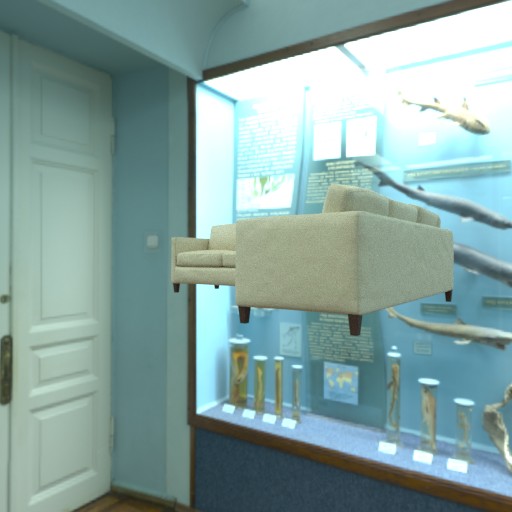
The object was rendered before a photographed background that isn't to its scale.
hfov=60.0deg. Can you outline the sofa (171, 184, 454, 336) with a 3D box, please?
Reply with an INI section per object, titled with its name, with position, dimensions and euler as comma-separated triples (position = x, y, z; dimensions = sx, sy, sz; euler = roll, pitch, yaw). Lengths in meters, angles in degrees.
[sofa]
position = 0.000, 0.000, 4.551
dimensions = 3.302, 0.947, 2.593
euler = 0, 0, 36
